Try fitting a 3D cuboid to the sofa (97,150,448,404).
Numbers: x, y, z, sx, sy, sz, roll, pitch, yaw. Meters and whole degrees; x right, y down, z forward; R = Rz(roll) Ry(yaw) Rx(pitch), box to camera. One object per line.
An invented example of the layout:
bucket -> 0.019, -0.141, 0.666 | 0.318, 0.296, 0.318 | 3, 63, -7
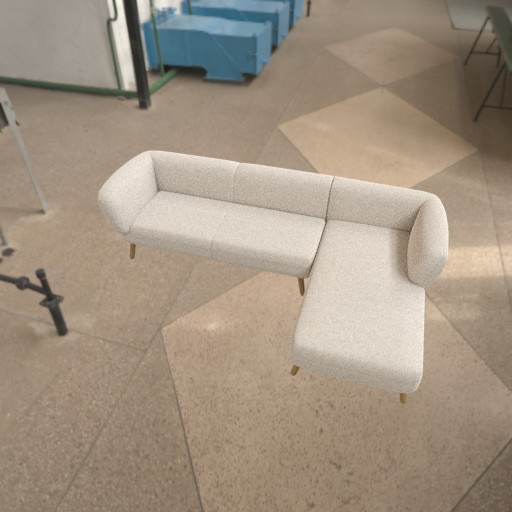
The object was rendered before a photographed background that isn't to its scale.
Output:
sofa -> 0.000, 0.000, 3.407 | 2.660, 0.730, 1.610 | 11, 43, 13
